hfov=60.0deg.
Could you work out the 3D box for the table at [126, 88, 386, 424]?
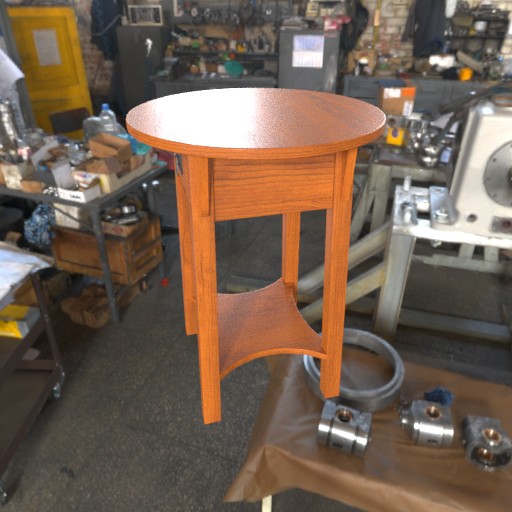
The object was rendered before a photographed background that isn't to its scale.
[{"bbox_3d":[0.000,0.000,0.956,0.457,0.610,0.457,0,31,0],"label":"table"}]
